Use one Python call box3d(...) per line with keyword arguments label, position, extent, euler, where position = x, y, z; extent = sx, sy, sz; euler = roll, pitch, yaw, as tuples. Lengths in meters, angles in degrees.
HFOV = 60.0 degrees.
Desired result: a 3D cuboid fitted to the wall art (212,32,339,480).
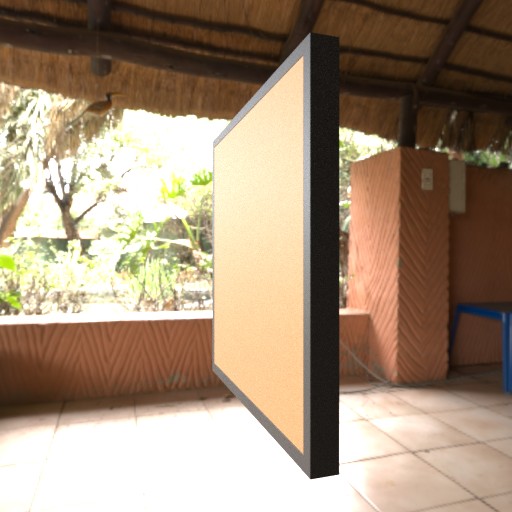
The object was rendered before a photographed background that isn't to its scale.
box3d(label="wall art", position=(0.000, 0.000, 0.747), extent=(0.037, 0.506, 0.506), euler=(0, 0, -18))
